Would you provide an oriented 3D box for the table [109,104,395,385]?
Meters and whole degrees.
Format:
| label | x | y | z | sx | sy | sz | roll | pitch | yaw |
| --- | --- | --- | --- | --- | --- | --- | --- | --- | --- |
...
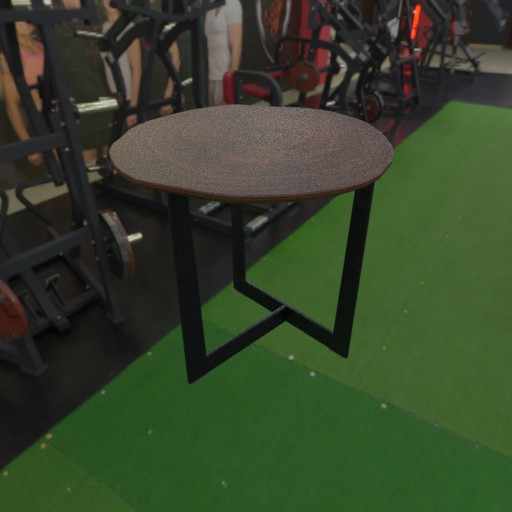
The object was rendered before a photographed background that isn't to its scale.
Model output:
| label | x | y | z | sx | sy | sz | roll | pitch | yaw |
| --- | --- | --- | --- | --- | --- | --- | --- | --- | --- |
| table | 0.000 | 0.000 | 0.890 | 0.477 | 0.476 | 0.494 | 20 | 37 | 29 |
